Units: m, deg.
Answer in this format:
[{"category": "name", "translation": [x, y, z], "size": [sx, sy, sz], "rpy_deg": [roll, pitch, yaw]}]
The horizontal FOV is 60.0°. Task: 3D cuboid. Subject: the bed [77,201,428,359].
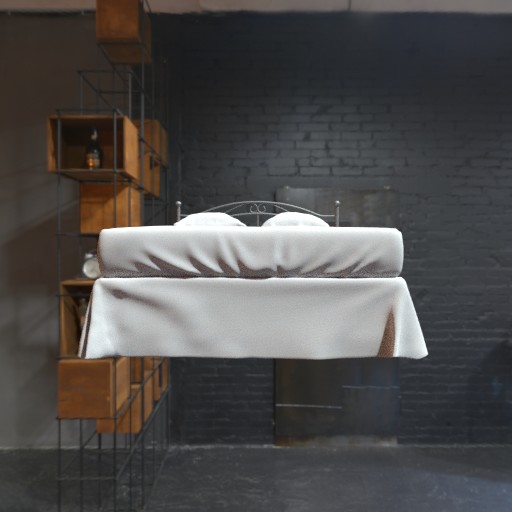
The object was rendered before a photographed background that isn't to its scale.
[{"category": "bed", "translation": [0.000, 0.000, 3.369], "size": [1.936, 1.080, 2.215], "rpy_deg": [0, 0, 1]}]
